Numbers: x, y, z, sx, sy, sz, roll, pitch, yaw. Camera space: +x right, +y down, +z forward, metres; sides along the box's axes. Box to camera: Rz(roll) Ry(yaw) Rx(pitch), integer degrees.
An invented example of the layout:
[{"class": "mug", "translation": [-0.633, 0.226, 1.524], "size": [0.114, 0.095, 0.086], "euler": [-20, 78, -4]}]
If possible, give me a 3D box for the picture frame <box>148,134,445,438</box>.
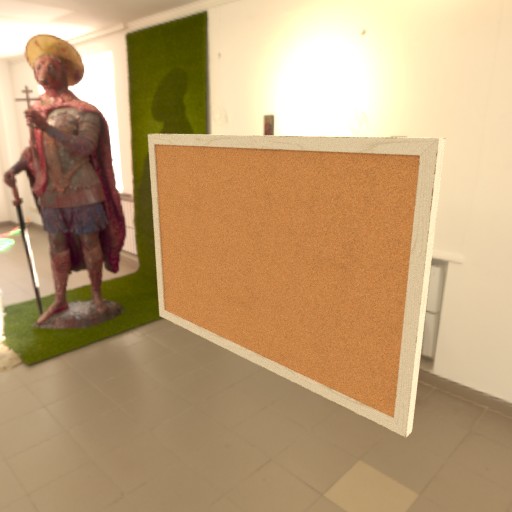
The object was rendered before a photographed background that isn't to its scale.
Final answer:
[{"class": "picture frame", "translation": [0.000, 0.000, 1.219], "size": [0.950, 0.640, 0.029], "euler": [15, 22, 42]}]
